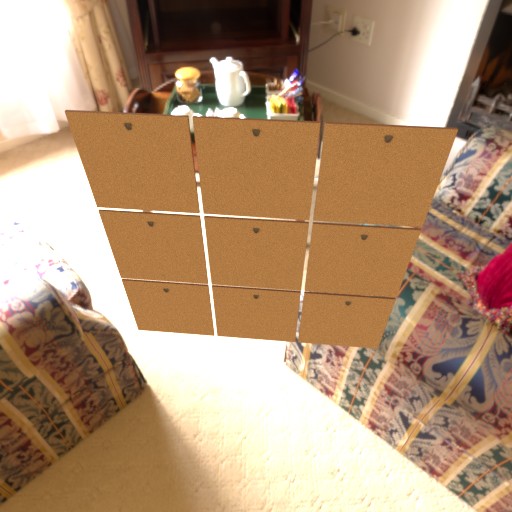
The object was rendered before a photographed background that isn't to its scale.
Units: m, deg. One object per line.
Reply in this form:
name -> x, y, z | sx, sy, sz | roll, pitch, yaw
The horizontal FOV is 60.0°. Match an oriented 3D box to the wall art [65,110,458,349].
wall art -> 0.000, 0.000, 2.275 | 1.533, 1.532, 0.019 | 4, 46, 4
